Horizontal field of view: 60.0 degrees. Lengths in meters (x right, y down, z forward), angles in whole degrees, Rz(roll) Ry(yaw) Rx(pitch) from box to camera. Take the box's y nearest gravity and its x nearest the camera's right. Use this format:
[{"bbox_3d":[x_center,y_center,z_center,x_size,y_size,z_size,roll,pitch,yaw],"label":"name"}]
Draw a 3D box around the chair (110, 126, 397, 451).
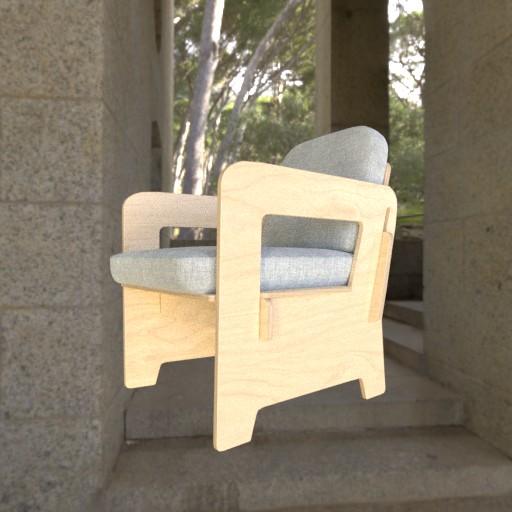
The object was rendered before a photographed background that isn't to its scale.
[{"bbox_3d":[0.000,0.000,1.289,0.710,0.800,0.590,0,0,-36],"label":"chair"}]
